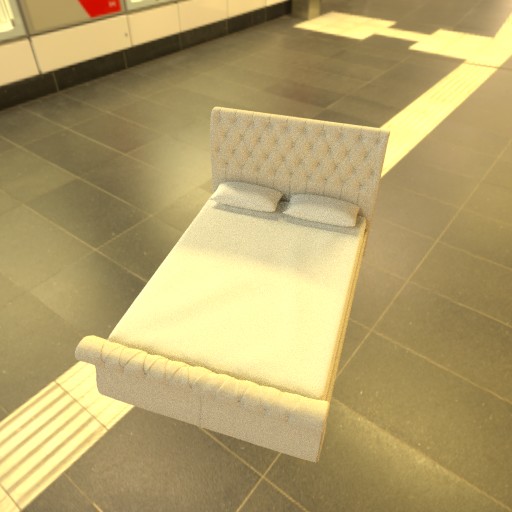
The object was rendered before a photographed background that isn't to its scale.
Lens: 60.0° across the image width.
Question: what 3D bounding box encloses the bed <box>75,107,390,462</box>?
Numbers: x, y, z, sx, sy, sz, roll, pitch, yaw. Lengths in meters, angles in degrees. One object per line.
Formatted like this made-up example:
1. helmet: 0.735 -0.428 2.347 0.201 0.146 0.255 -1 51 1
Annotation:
1. bed: 0.000 0.000 3.468 1.606 1.268 2.493 12 42 14
